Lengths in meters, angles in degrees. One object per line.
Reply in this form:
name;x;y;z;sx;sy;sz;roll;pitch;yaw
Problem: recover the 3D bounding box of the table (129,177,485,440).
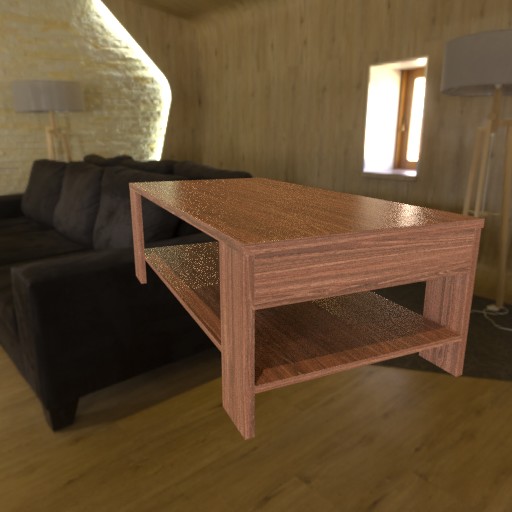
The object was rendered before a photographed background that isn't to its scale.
table;0.000;0.000;1.471;0.600;0.400;1.200;-7;16;-24
